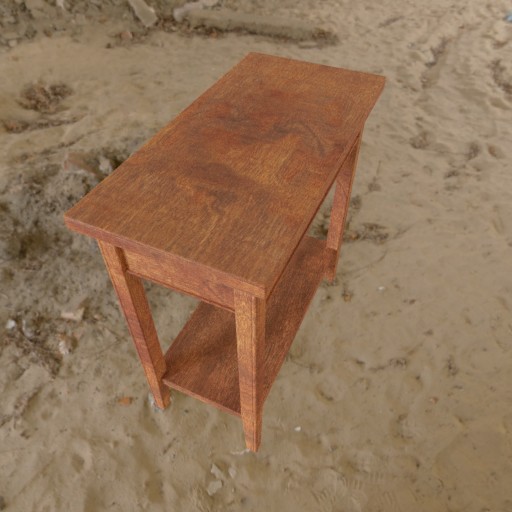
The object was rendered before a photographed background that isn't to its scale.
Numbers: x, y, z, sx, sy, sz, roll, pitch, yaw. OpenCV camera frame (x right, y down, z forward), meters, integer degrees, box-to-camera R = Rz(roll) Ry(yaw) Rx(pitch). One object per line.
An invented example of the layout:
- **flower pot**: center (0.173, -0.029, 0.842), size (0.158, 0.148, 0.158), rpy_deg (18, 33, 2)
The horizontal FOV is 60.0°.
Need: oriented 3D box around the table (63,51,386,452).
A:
- **table**: center (0.000, 0.000, 0.973), size (0.305, 0.610, 0.610), rpy_deg (18, 49, 17)
